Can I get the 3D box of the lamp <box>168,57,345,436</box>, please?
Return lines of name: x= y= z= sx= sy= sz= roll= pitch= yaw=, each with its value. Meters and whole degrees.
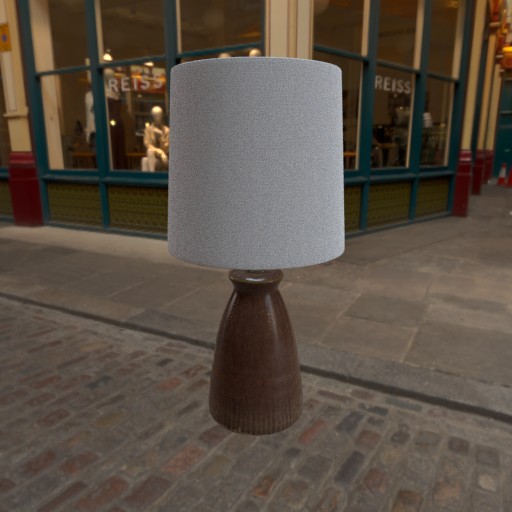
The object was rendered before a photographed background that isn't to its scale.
lamp: x=0.000 y=0.000 z=0.478 sx=0.186 sy=0.369 sz=0.186 roll=0 pitch=14 yaw=0
